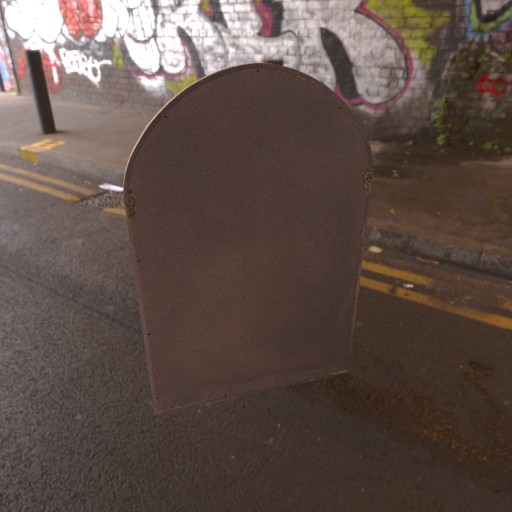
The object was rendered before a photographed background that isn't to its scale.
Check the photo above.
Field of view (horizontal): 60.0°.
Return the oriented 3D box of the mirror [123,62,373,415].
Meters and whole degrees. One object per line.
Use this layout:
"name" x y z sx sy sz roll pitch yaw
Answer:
"mirror" 0.000 0.000 1.142 0.609 0.915 0.032 -8 28 -15
